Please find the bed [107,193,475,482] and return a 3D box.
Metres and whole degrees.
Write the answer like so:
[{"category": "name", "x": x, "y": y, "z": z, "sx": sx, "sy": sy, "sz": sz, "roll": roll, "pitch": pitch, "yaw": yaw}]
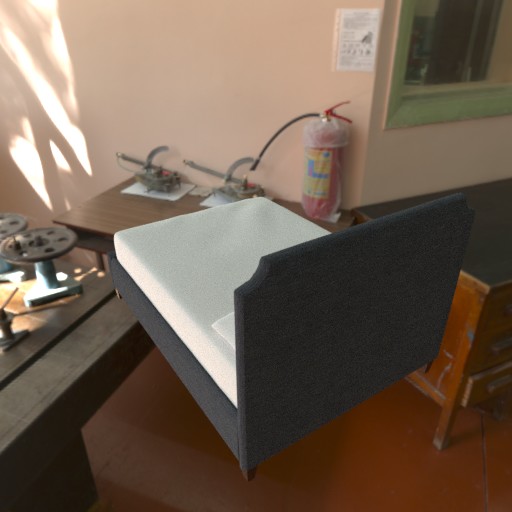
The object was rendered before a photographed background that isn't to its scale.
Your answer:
[{"category": "bed", "x": 0.000, "y": 0.000, "z": 3.419, "sx": 1.713, "sy": 1.443, "sz": 2.372, "roll": -18, "pitch": 33, "yaw": -29}]
